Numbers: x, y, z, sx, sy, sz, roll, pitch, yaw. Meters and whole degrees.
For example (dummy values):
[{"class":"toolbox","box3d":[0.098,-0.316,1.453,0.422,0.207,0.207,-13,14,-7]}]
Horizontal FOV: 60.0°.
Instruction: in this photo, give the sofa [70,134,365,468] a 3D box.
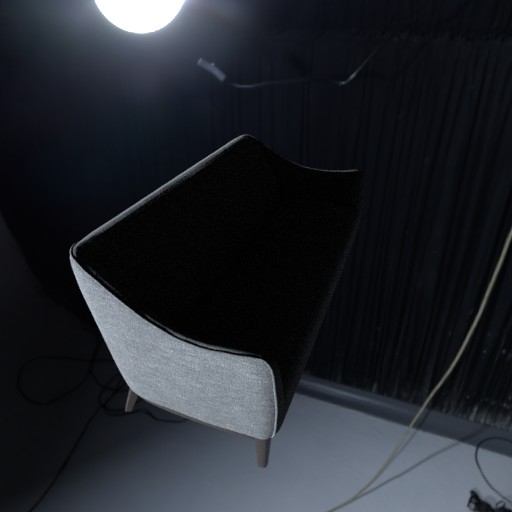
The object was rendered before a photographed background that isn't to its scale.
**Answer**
[{"class":"sofa","box3d":[0.000,0.000,2.368,0.867,0.829,1.928,11,32,18]}]
